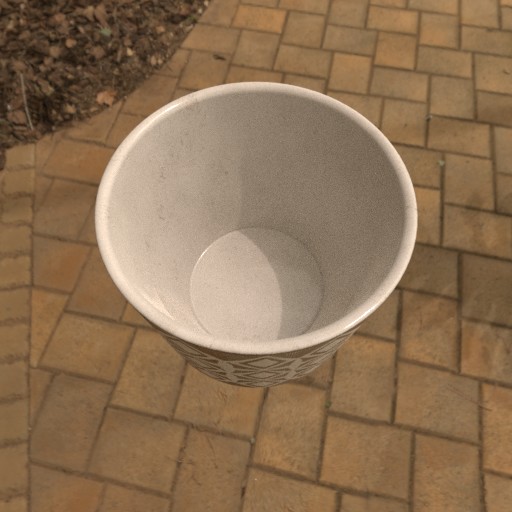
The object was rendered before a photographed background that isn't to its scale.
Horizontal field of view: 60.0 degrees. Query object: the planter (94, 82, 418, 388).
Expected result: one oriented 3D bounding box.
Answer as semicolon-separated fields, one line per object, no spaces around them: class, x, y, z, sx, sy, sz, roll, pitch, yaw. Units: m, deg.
planter;0.000;0.000;0.458;0.260;0.220;0.260;0;63;0
